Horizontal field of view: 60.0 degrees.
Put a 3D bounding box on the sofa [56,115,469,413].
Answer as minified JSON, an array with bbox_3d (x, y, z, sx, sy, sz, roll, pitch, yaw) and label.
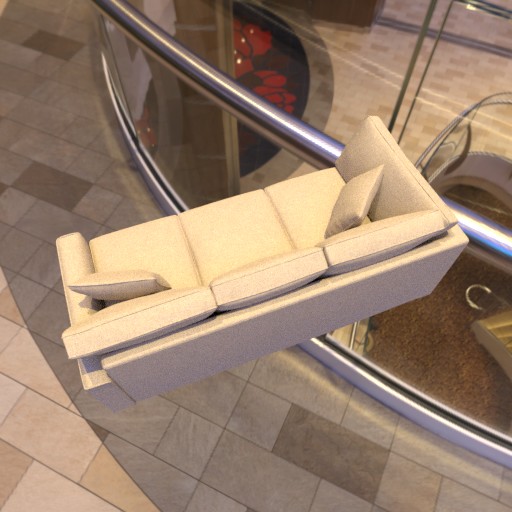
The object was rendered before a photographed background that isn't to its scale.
[{"bbox_3d":[0.000,0.000,2.873,2.317,0.962,1.061,-18,60,-11],"label":"sofa"}]
